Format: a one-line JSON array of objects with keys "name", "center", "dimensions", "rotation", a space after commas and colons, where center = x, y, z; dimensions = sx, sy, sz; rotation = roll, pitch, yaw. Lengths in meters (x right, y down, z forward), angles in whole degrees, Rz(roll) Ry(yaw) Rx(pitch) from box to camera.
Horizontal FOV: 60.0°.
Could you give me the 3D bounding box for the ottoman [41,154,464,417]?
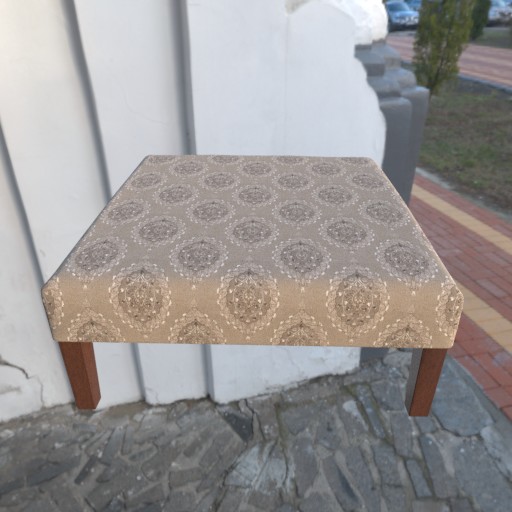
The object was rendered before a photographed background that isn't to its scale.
[{"name": "ottoman", "center": [0.000, 0.000, 1.372], "dimensions": [0.889, 0.411, 0.890], "rotation": [1, 30, 1]}]
